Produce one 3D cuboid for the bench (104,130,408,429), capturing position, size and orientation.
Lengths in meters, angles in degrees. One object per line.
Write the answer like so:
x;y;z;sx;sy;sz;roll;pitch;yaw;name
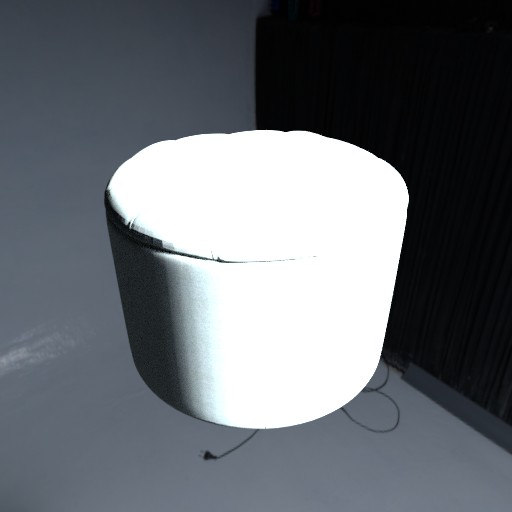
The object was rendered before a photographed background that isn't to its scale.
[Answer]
0.000;0.000;0.990;0.600;0.453;0.600;0;30;0;bench
